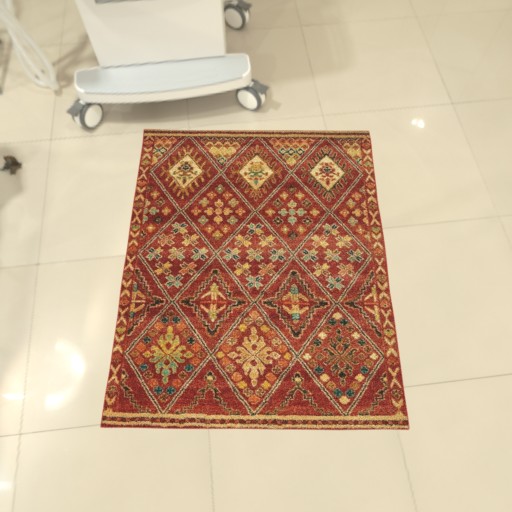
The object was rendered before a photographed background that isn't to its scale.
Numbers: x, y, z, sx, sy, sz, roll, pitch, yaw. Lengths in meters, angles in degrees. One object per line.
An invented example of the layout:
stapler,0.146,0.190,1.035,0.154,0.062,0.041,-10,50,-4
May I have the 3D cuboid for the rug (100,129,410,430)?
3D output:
rug,0.000,0.000,4.217,2.489,0.030,3.086,0,64,0
